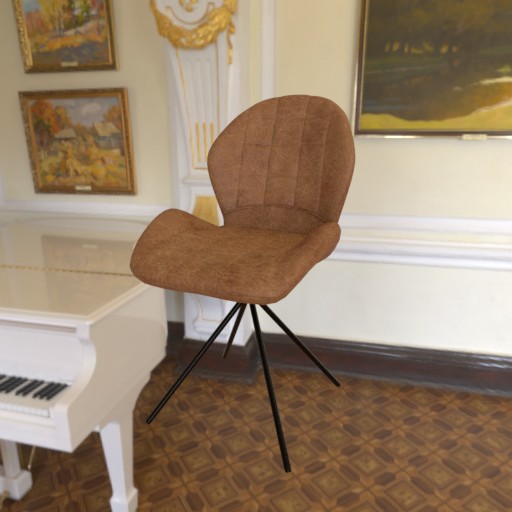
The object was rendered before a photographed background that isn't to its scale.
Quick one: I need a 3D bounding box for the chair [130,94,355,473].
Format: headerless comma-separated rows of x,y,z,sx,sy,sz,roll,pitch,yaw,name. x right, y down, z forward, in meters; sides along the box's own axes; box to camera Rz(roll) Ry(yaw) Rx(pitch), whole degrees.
0.000,0.000,1.289,0.527,0.929,0.640,7,17,25,chair
